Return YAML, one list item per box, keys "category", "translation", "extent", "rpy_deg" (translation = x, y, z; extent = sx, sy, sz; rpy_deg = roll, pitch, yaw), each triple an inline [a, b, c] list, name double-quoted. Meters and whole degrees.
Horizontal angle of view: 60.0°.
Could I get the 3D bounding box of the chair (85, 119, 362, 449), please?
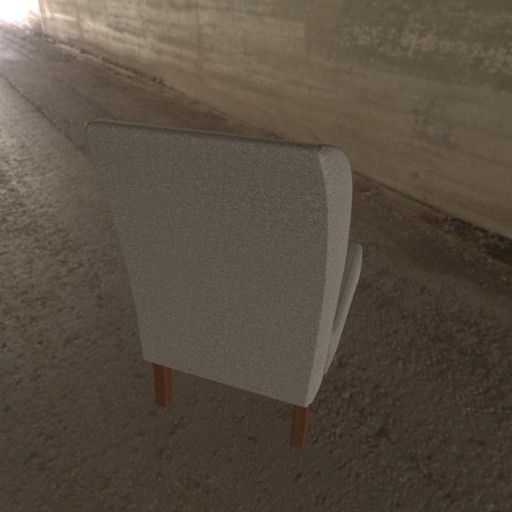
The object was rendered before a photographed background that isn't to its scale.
- category: "chair"
  translation: [0.000, 0.000, 1.163]
  extent: [0.513, 0.804, 0.592]
  rpy_deg: [10, 34, 16]
